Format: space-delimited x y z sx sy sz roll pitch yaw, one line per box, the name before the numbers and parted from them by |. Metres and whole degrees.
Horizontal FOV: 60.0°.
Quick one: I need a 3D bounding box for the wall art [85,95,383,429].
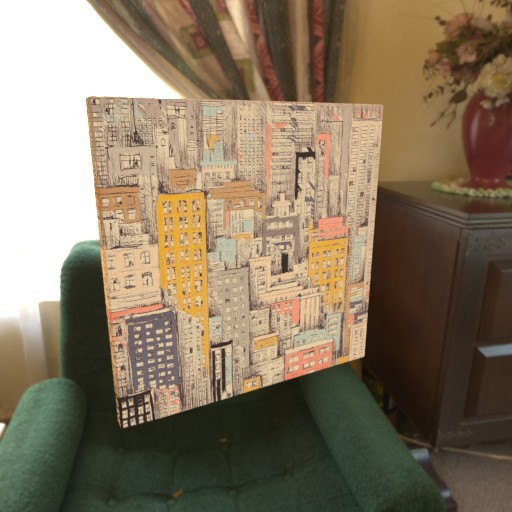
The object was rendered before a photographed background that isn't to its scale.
wall art | 0.000 0.000 0.921 0.607 0.608 0.038 -8 18 -27
